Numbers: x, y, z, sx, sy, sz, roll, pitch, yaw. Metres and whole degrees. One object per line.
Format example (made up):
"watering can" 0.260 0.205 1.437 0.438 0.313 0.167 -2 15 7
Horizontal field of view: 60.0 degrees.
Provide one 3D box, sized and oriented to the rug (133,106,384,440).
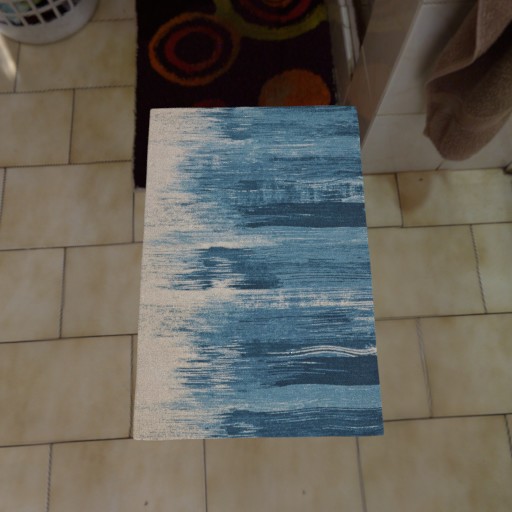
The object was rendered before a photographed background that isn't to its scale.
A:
"rug" 0.000 0.000 2.392 1.232 0.009 1.836 -1 75 0
